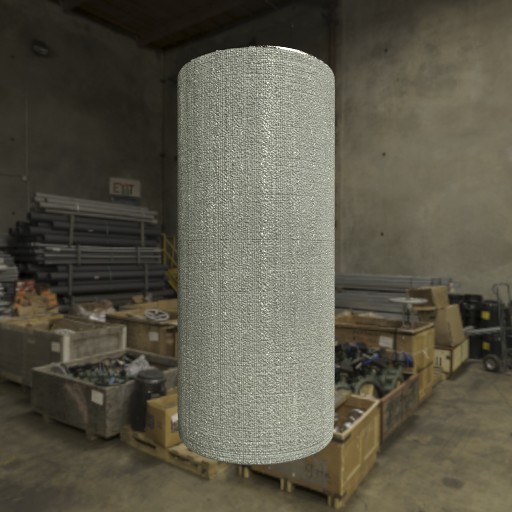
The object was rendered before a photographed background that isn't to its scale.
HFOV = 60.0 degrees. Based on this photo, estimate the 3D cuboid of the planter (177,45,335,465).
[{"bbox_3d":[0.000,0.000,0.130,0.045,0.103,0.045,0,0,37],"label":"planter"}]
